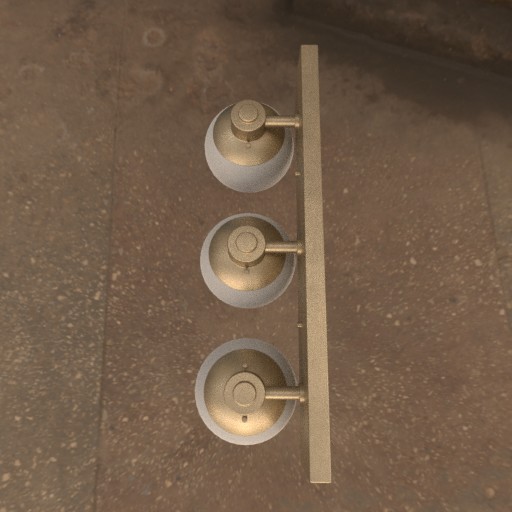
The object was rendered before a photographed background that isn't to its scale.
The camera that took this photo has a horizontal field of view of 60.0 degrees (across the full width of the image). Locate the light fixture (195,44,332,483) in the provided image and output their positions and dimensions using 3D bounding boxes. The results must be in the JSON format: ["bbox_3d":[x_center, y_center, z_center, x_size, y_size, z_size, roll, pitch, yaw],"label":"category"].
[{"bbox_3d":[0.000,0.000,0.835,0.218,0.263,0.721,0,76,0],"label":"light fixture"}]
